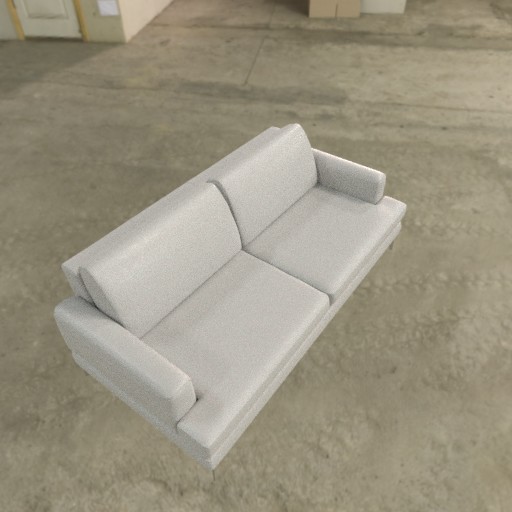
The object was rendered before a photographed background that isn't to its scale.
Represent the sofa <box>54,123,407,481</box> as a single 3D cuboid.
[{"bbox_3d":[0.000,0.000,2.430,0.974,0.765,1.940,27,49,26],"label":"sofa"}]
